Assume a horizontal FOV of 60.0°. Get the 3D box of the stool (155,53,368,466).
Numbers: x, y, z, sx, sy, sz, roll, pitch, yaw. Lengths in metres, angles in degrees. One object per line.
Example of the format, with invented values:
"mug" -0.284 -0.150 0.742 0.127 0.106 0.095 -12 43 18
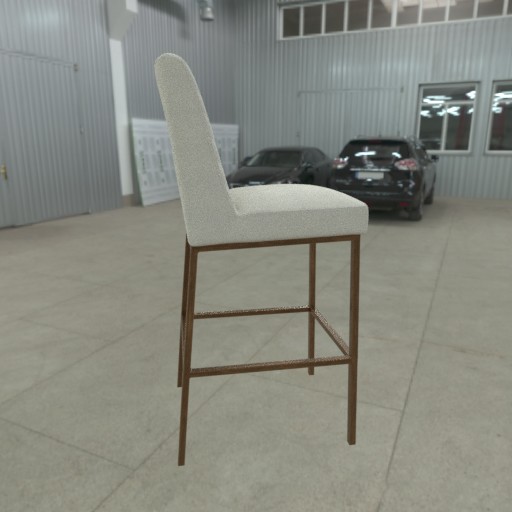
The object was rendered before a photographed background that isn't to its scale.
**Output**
"stool" 0.000 0.000 1.359 0.546 1.084 0.462 -3 15 -10
